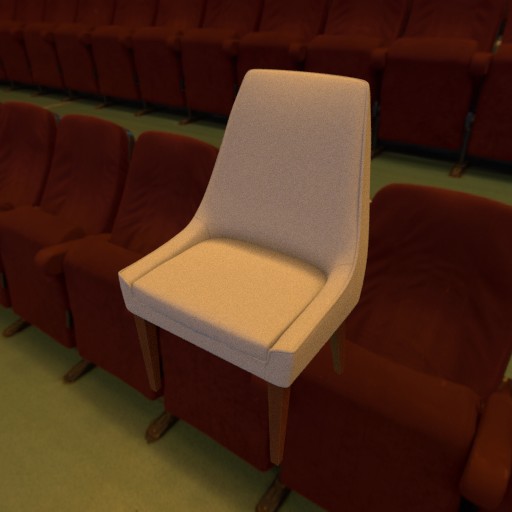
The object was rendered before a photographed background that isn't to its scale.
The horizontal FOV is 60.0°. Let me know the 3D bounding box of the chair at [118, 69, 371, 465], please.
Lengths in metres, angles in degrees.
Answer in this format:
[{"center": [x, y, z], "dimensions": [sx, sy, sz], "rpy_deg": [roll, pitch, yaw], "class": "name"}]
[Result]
[{"center": [0.000, 0.000, 1.191], "dimensions": [0.529, 0.861, 0.544], "rpy_deg": [19, 36, 29], "class": "chair"}]
